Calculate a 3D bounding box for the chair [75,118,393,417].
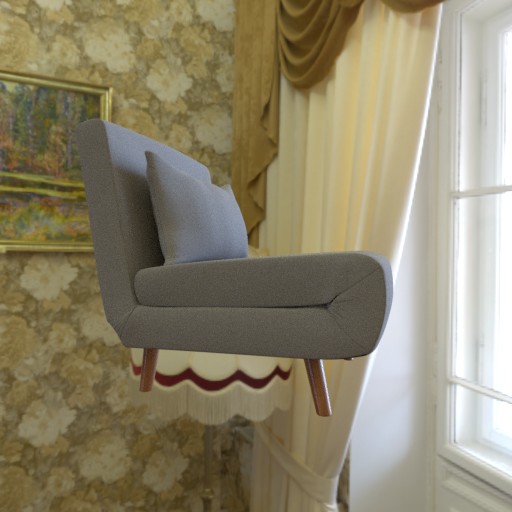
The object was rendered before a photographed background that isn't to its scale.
[{"bbox_3d":[0.000,0.000,1.523,0.902,0.808,0.770,0,0,17],"label":"chair"}]
